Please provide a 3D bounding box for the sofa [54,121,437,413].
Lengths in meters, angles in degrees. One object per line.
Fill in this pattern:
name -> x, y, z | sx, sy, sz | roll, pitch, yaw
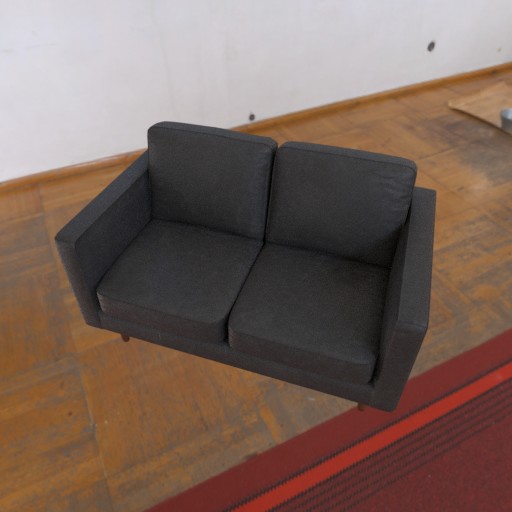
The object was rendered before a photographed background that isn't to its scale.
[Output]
sofa -> 0.000, 0.000, 2.013 | 1.430, 0.899, 0.879 | 13, 43, 14
